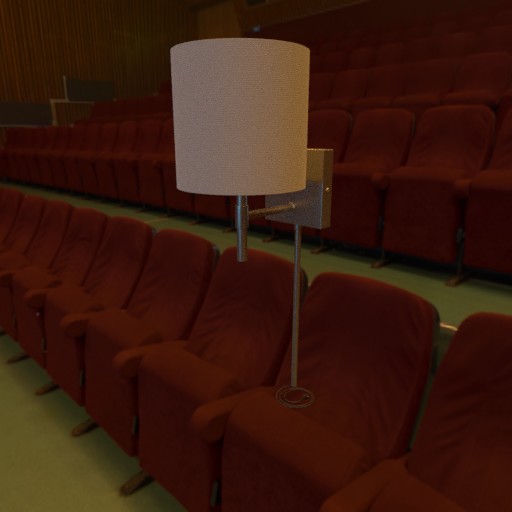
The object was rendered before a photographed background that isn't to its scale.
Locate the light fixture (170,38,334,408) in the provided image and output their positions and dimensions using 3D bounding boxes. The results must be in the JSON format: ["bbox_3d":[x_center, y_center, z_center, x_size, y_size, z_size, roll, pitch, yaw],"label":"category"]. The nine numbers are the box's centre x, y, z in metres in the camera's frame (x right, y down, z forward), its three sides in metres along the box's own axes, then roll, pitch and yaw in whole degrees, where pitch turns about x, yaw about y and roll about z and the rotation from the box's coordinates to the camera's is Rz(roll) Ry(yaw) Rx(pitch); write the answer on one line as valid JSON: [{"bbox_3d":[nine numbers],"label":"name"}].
[{"bbox_3d":[0.000,0.000,0.704,0.188,0.589,0.248,15,22,43],"label":"light fixture"}]
